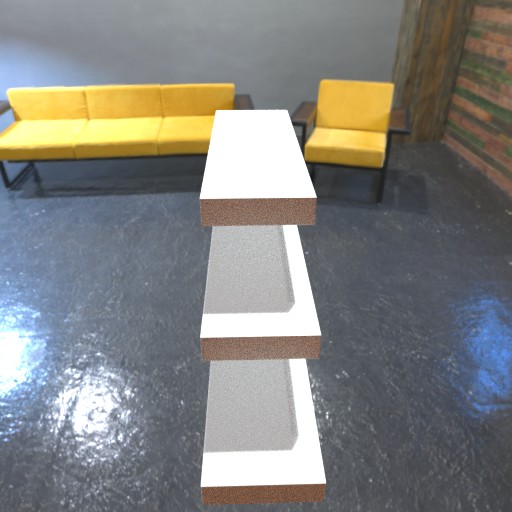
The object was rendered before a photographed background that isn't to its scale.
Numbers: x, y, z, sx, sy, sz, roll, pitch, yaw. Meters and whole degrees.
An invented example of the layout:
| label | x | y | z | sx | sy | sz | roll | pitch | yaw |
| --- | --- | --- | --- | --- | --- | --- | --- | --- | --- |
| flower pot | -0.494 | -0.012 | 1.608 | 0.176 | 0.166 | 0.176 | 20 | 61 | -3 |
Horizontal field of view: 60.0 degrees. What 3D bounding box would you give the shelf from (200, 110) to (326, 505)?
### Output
| label | x | y | z | sx | sy | sz | roll | pitch | yaw |
| --- | --- | --- | --- | --- | --- | --- | --- | --- | --- |
| shelf | 0.000 | 0.000 | 0.692 | 0.140 | 0.293 | 0.610 | -1 | 32 | -1 |
